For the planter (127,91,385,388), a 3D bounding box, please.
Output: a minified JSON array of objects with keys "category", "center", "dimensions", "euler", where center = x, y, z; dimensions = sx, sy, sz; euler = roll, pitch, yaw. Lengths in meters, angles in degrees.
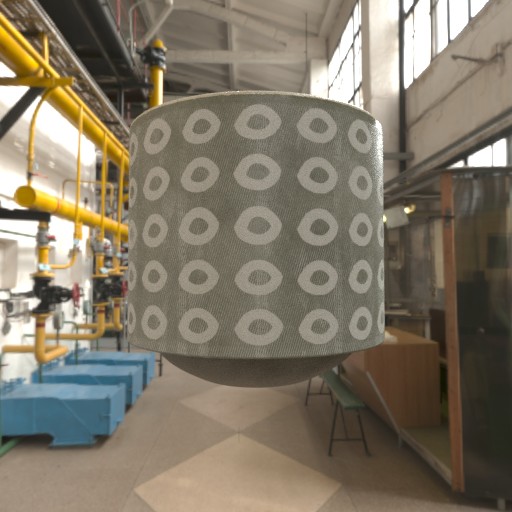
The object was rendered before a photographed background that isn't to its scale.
[{"category":"planter","center":[0.000,0.000,0.343],"dimensions":[0.190,0.181,0.190],"euler":[0,-2,0]}]
